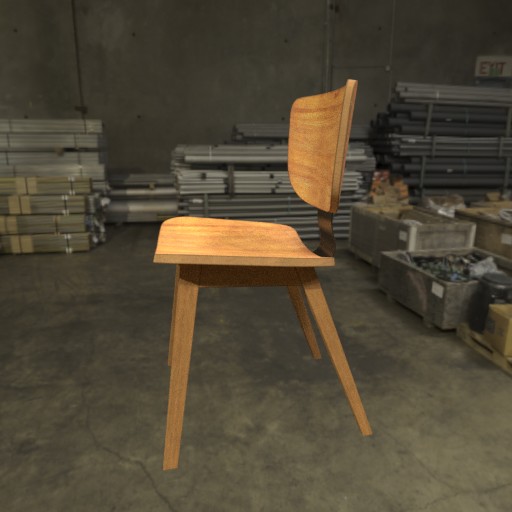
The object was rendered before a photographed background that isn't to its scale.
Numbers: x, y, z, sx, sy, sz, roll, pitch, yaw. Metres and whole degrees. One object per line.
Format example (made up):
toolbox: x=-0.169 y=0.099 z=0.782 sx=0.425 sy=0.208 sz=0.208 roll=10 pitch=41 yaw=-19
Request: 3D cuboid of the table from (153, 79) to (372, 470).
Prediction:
table: x=0.000 y=0.000 z=1.132 sx=0.500 sy=0.805 sz=0.499 roll=-2 pitch=14 yaw=-9
